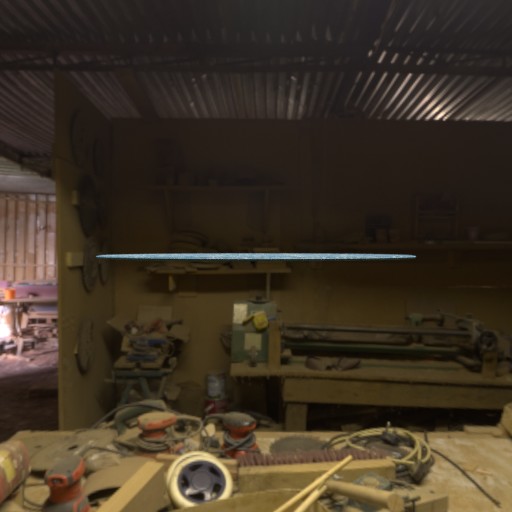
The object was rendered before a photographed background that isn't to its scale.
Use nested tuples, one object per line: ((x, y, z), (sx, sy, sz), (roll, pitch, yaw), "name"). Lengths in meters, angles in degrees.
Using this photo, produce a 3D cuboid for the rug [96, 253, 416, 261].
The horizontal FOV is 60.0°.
((0.000, 0.000, 2.341), (1.593, 0.012, 1.593), (0, 1, 0), "rug")
